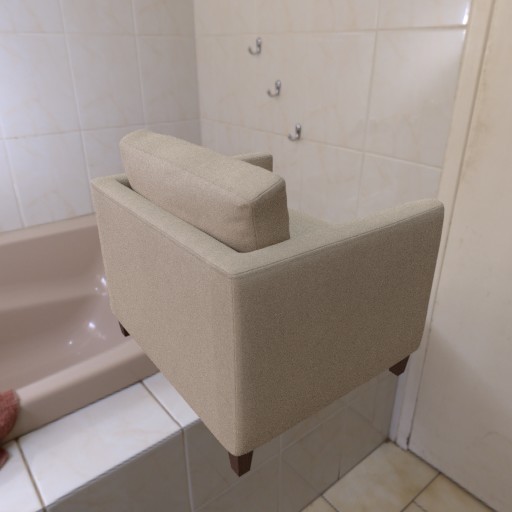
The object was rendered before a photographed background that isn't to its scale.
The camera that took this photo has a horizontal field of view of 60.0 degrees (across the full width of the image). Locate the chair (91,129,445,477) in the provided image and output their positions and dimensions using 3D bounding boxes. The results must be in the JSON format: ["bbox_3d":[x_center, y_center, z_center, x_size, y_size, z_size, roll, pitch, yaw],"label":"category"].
[{"bbox_3d":[0.000,0.000,1.820,0.959,0.961,1.107,-18,30,-33],"label":"chair"}]
